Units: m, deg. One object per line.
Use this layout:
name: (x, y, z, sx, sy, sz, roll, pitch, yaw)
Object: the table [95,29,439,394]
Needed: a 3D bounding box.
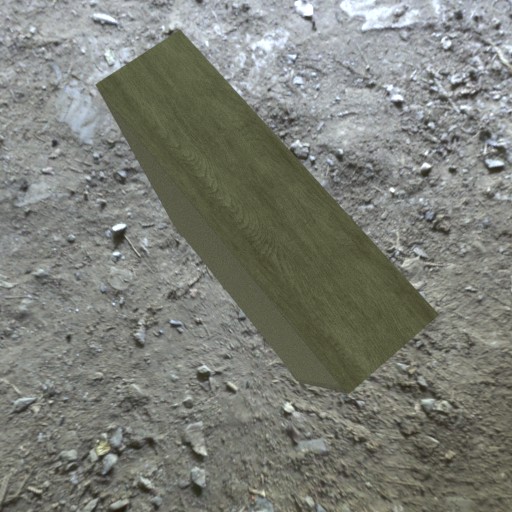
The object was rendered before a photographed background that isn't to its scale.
table: (0.000, 0.000, 1.533, 0.256, 1.135, 0.902, -38, 78, -9)
